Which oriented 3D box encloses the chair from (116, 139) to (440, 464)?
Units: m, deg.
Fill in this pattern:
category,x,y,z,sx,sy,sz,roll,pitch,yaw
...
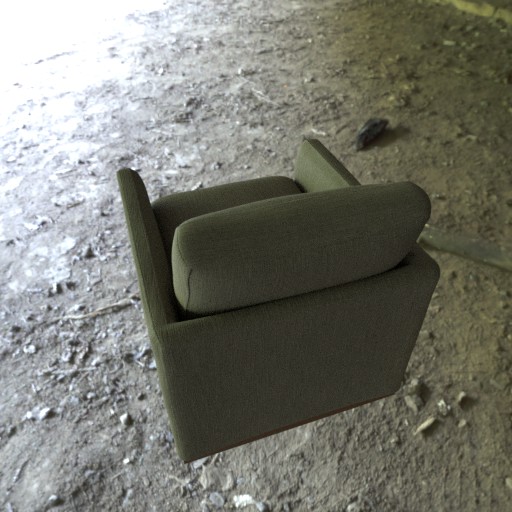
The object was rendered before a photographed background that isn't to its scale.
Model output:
category,x,y,z,sx,sy,sz,roll,pitch,yaw
chair,0.000,0.000,1.453,0.763,0.811,0.834,-13,42,-14
